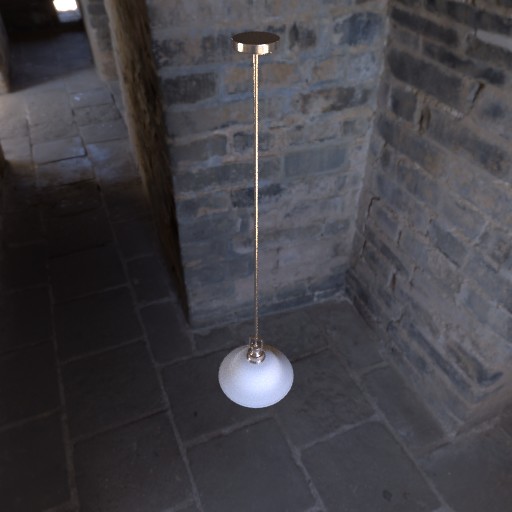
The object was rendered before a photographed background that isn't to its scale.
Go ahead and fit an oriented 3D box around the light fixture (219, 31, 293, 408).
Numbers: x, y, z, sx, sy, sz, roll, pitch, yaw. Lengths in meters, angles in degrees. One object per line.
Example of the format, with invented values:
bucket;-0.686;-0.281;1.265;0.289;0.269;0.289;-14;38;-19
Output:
light fixture;0.000;0.000;1.483;0.324;1.354;0.324;13;43;15
